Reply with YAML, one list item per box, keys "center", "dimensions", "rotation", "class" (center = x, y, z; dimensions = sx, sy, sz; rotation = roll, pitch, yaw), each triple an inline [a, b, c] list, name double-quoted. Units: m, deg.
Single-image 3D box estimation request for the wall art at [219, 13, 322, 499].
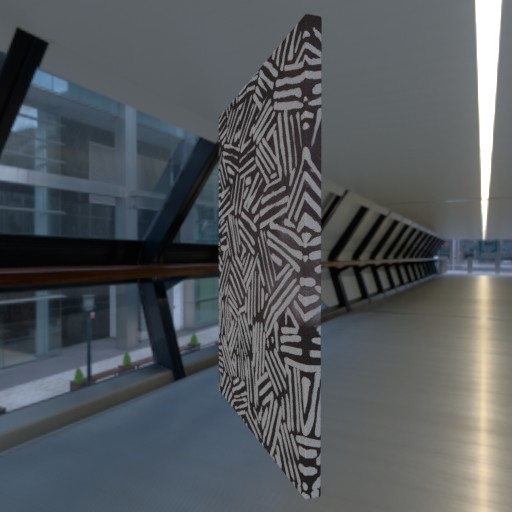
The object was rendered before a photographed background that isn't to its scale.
- center: [0.000, 0.000, 1.292]
  dimensions: [0.038, 1.017, 0.765]
  rotation: [0, 1, -18]
  class: "wall art"
